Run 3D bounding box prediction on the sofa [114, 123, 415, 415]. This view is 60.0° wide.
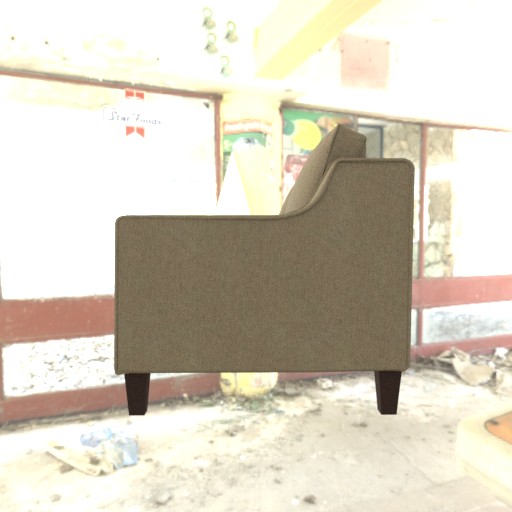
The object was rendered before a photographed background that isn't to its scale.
[{"bbox_3d":[0.000,0.000,2.150,0.985,0.981,1.503,0,3,-1],"label":"sofa"}]
